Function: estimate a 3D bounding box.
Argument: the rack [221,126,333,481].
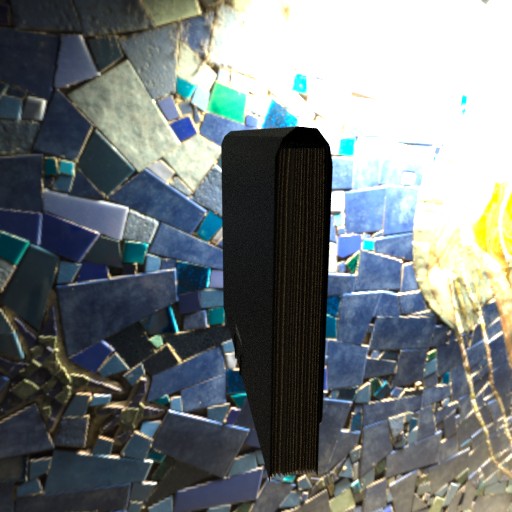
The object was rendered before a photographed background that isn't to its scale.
[{"bbox_3d":[0.000,0.000,0.439,0.041,0.241,0.330,-3,15,-9],"label":"rack"}]
